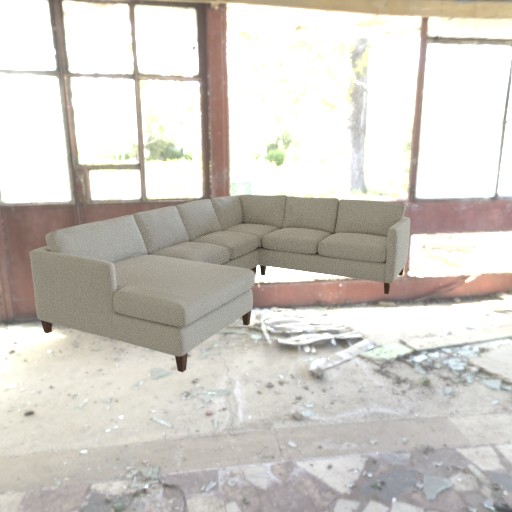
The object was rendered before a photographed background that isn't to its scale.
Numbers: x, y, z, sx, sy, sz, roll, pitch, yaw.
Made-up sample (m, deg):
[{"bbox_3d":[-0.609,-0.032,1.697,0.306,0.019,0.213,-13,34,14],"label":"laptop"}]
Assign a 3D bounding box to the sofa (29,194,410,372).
[{"bbox_3d":[0.000,0.000,4.676,2.593,0.956,3.459,7,16,27],"label":"sofa"}]
